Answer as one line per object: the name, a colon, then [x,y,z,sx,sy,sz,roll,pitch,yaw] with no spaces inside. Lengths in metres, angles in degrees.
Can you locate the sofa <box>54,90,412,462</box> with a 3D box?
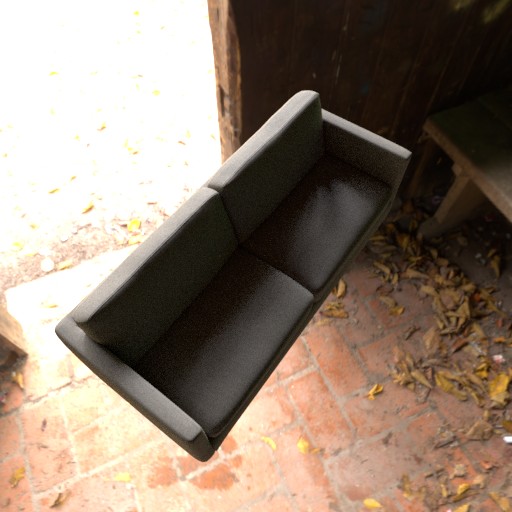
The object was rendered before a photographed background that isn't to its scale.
sofa: [0.000,0.000,2.758,0.956,0.963,2.208,32,64,18]
